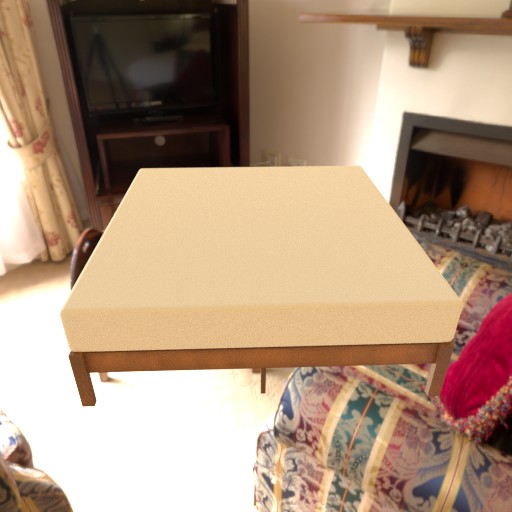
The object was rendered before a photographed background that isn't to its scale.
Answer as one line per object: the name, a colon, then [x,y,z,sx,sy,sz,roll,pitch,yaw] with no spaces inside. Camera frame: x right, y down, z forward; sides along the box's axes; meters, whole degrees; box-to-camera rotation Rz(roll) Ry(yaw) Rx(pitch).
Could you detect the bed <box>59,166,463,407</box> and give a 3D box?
bed: [0.000,0.000,3.110,1.930,0.616,2.049,-1,30,-2]
